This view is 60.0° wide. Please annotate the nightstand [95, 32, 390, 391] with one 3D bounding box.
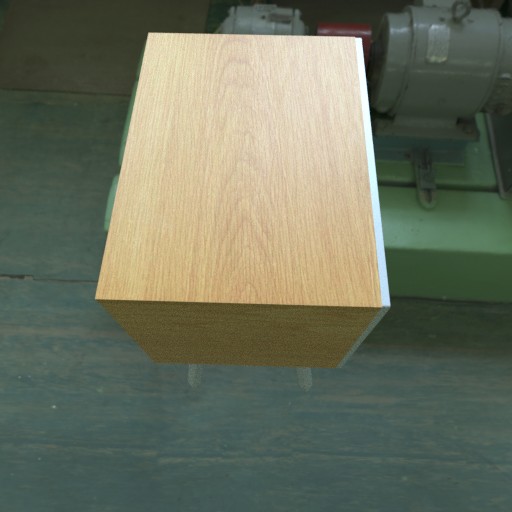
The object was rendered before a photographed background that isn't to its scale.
[{"bbox_3d":[0.000,0.000,0.807,0.316,0.601,0.400,2,64,1],"label":"nightstand"}]
